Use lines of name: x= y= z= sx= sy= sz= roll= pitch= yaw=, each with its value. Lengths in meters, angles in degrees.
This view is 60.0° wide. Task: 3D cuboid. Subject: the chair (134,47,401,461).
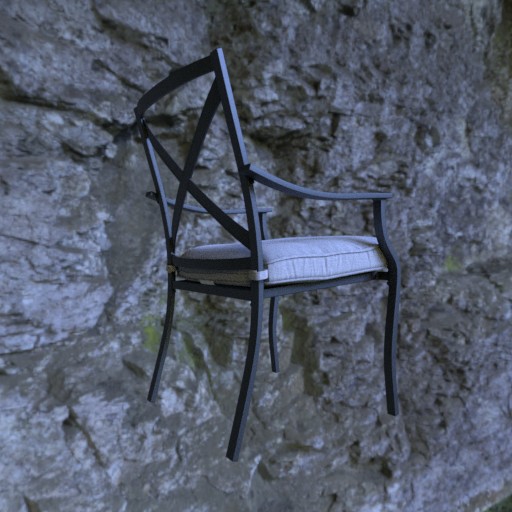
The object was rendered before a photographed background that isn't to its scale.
chair: x=0.000 y=0.000 z=1.289 sx=0.620 sy=0.889 sz=0.575 roll=-1 pitch=1 yaw=-36
